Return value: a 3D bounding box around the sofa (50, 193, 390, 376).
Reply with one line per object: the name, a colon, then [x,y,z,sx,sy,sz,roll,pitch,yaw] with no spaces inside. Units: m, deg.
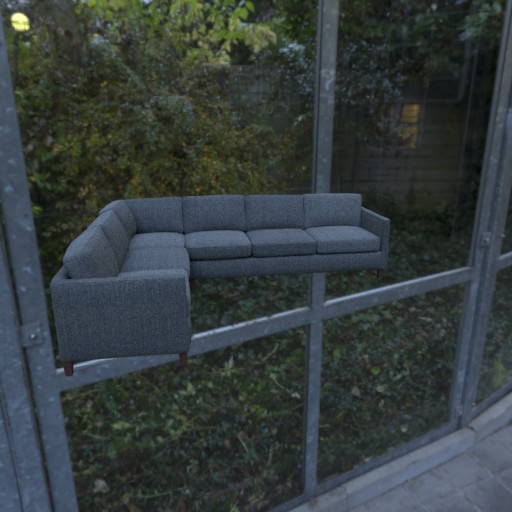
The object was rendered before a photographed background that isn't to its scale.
sofa: [0.000,0.000,4.518,3.302,0.947,2.593,-3,17,-9]
